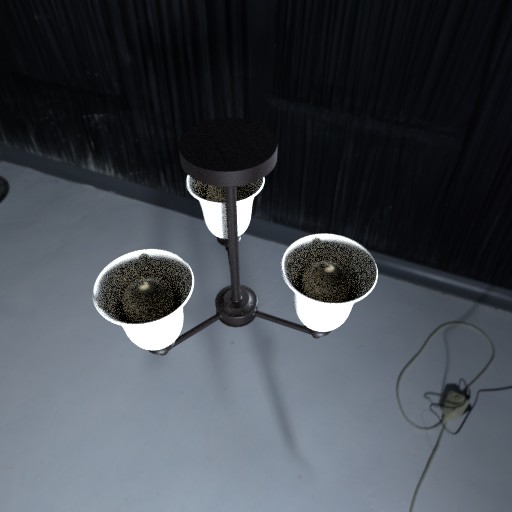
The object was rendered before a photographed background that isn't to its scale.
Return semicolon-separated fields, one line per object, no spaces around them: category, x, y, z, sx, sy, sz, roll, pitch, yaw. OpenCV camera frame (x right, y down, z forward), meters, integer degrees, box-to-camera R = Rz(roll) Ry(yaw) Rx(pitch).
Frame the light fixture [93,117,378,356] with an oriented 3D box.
light fixture;0.000;0.000;0.663;0.354;0.370;0.388;17;49;15
